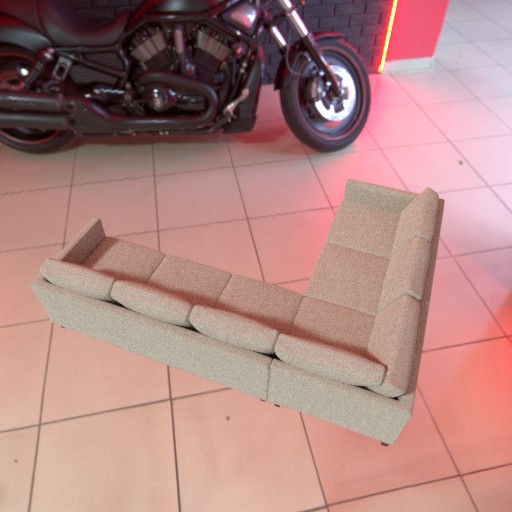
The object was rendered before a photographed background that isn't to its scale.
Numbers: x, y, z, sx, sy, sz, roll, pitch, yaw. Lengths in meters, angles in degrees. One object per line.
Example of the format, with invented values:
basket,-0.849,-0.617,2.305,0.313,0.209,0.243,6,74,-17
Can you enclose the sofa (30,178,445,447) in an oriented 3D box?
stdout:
sofa,0.000,0.000,4.289,3.182,0.863,2.432,16,49,14
